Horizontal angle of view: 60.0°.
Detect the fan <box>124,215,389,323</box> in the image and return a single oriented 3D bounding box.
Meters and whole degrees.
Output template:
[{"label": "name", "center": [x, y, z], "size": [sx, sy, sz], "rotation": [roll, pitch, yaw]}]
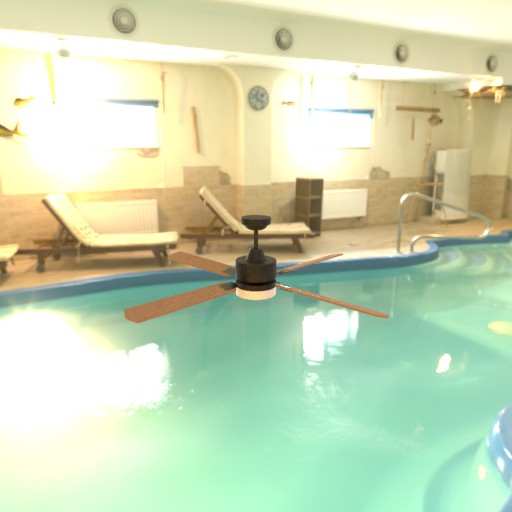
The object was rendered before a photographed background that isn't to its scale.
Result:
[{"label": "fan", "center": [0.000, 0.000, 2.007], "size": [1.320, 0.355, 1.320], "rotation": [14, 19, 43]}]
